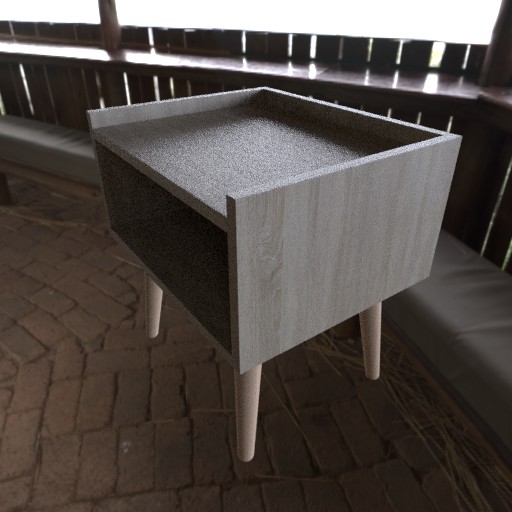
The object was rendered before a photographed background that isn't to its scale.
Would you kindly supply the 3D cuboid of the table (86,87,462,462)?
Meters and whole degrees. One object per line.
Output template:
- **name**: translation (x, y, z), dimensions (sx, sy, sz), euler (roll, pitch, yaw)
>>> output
- **table**: translation (0.000, 0.000, 0.789), dimensions (0.370, 0.470, 0.450), euler (-20, 36, -30)
